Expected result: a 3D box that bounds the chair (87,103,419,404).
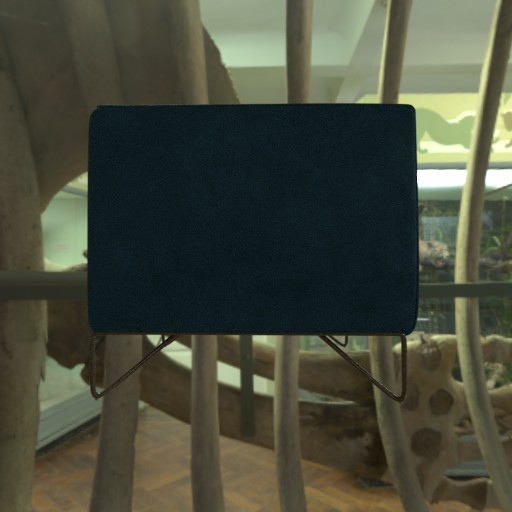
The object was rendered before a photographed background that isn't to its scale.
[{"bbox_3d":[0.000,0.000,1.582,0.894,0.790,0.880,0,-2,1],"label":"chair"}]
